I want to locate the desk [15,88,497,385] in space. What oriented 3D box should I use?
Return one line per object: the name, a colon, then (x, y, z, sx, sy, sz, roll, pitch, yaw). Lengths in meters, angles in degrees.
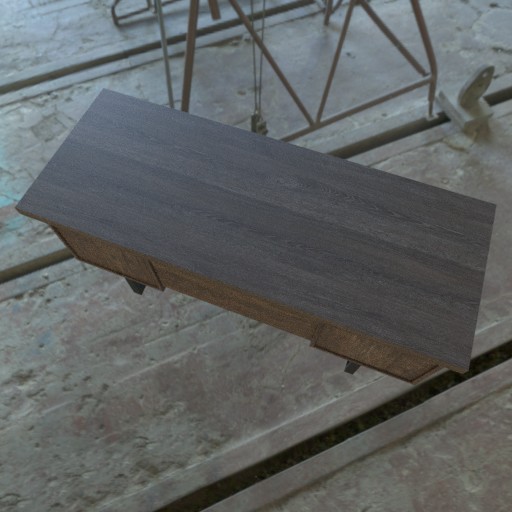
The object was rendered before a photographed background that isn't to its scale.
desk: (0.000, 0.000, 1.845, 1.524, 0.760, 0.600, 19, 65, 9)
